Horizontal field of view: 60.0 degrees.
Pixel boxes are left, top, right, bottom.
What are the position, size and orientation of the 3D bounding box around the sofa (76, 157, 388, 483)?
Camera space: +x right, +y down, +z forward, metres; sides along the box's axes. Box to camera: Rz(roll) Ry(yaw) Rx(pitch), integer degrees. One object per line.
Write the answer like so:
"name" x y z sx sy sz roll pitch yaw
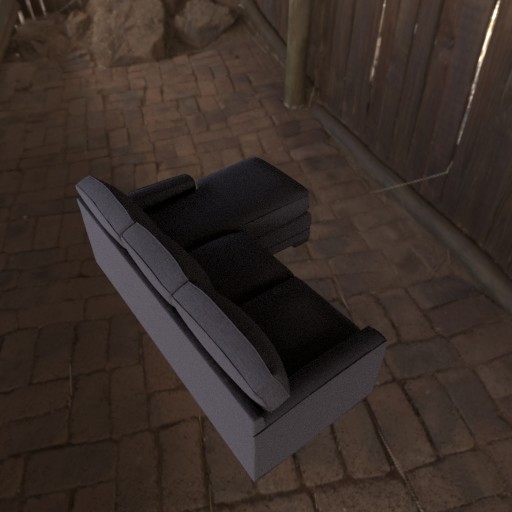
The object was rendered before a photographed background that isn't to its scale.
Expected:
"sofa" 0.000 0.000 3.350 1.790 0.973 2.370 -26 48 -27
